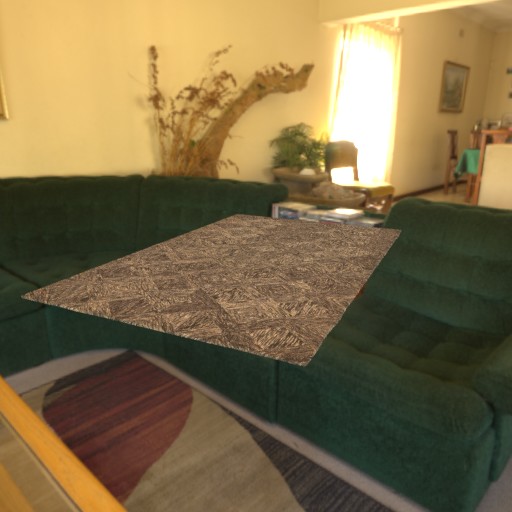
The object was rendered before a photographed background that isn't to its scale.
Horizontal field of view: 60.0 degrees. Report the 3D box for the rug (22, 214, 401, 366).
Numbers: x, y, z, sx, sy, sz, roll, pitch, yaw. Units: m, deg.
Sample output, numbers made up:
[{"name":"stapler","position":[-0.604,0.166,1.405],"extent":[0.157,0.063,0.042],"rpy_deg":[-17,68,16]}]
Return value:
[{"name":"rug","position":[0.000,0.000,2.272],"extent":[1.189,0.011,1.808],"rpy_deg":[8,18,25]}]
